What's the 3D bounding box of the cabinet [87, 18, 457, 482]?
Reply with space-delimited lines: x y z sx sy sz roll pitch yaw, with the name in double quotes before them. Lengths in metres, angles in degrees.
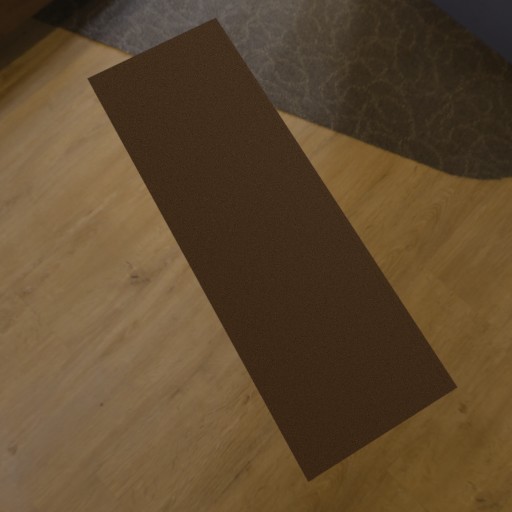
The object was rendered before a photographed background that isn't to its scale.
"cabinet" 0.000 0.000 1.782 0.482 0.914 1.396 -29 78 -7
